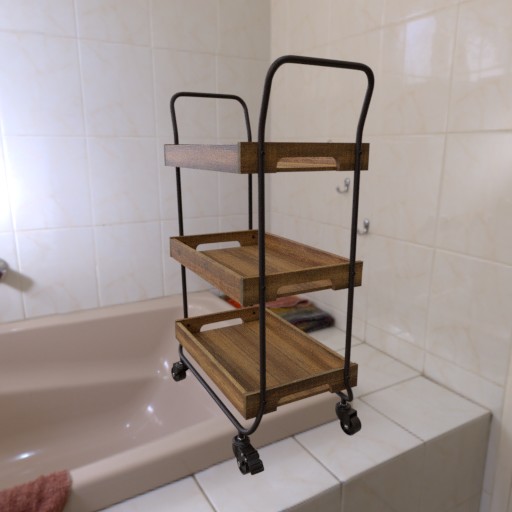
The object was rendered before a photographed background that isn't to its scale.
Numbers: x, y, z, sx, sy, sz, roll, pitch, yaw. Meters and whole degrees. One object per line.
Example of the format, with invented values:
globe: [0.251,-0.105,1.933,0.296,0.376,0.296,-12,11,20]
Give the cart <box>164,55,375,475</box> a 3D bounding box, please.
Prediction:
cart: [0.000,0.000,1.151,0.339,0.857,0.583,-7,15,-27]
